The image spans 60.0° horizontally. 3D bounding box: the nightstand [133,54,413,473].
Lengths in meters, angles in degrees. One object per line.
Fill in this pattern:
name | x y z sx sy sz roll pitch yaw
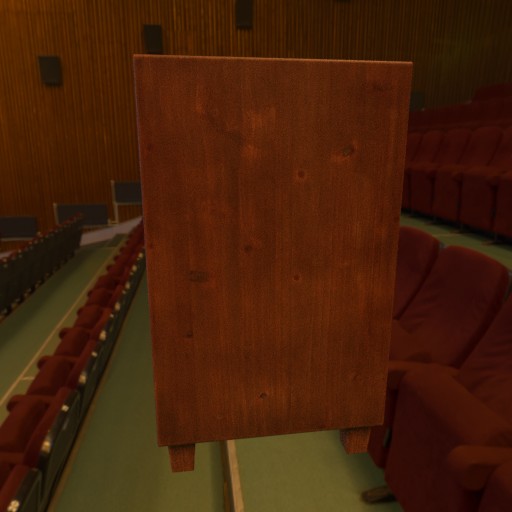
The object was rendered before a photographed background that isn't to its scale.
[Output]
nightstand | 0.000 0.000 0.935 0.410 0.695 0.465 -2 15 -8
